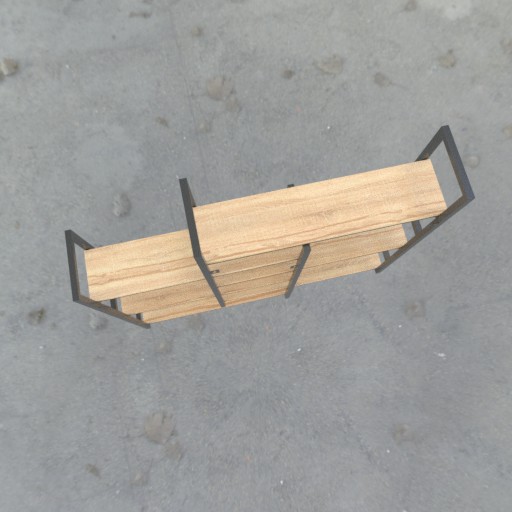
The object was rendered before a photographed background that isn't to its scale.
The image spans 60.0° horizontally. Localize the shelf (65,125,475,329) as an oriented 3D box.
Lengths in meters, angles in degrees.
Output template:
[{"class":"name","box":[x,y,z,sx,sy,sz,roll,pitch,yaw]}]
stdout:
[{"class":"shelf","box":[0.000,0.000,1.406,0.946,0.921,0.183,-12,76,-3]}]
